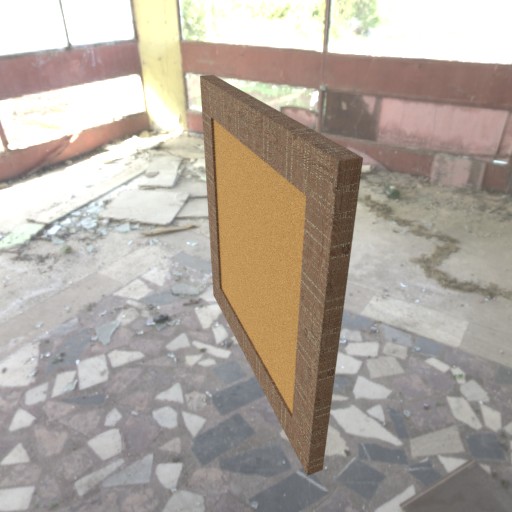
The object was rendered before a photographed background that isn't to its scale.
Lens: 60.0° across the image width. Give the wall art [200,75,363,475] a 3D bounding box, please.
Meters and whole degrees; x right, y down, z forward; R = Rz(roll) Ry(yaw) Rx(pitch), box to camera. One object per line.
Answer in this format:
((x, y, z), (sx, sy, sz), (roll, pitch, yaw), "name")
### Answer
((0.000, 0.000, 0.799), (0.029, 0.531, 0.531), (-11, 33, -18), "wall art")
